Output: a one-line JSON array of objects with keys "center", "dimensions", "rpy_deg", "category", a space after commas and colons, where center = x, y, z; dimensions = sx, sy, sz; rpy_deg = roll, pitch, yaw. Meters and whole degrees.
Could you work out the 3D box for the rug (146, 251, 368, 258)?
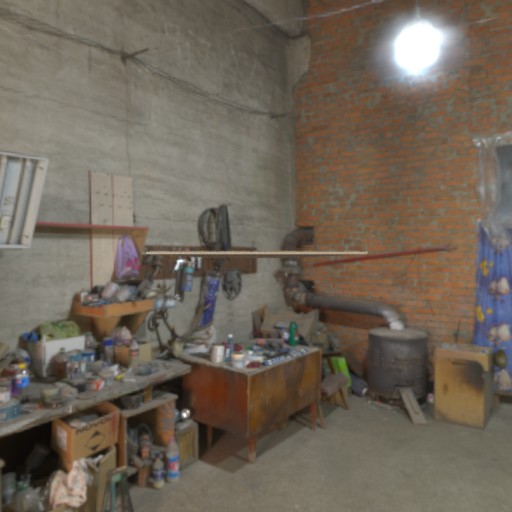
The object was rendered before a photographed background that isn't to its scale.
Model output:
[{"center": [0.000, 0.000, 2.414], "dimensions": [0.662, 0.011, 2.196], "rpy_deg": [0, -1, 0], "category": "rug"}]
